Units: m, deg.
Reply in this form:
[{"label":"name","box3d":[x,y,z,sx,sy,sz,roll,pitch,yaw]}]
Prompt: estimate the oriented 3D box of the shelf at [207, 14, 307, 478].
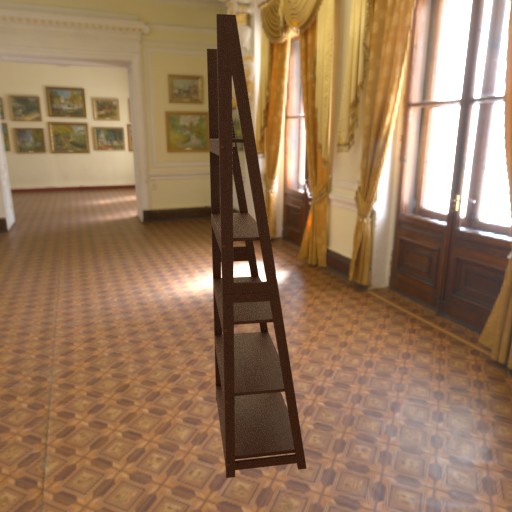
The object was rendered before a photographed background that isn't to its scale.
[{"label":"shelf","box3d":[0.000,0.000,1.953,0.350,1.770,0.600,-2,15,-9]}]
